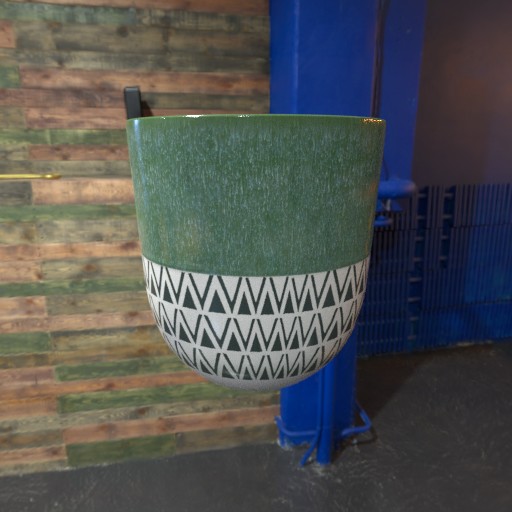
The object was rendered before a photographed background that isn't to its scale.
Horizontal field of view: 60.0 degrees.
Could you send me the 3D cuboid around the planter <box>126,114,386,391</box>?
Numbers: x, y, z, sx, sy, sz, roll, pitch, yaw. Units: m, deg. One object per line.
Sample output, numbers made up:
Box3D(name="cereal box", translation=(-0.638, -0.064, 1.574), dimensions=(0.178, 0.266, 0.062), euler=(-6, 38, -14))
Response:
Box3D(name="planter", translation=(0.000, 0.000, 0.370), dimensions=(0.195, 0.214, 0.195), euler=(0, 14, 0))
